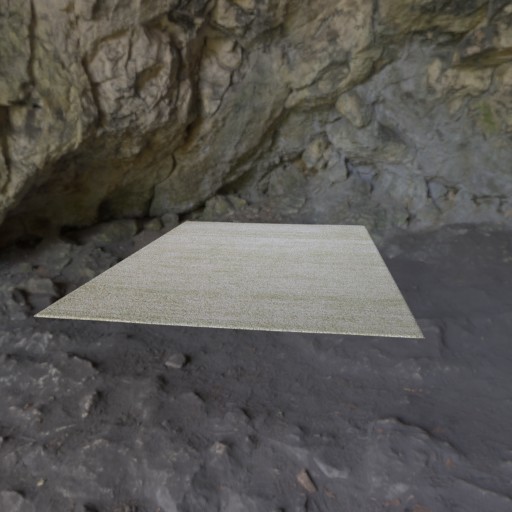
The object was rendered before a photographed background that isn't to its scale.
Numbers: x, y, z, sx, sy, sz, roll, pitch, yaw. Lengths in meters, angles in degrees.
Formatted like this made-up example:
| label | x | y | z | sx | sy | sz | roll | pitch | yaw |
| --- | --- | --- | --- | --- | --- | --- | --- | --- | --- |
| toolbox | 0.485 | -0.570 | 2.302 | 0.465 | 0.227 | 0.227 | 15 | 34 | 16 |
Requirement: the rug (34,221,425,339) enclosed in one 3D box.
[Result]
| label | x | y | z | sx | sy | sz | roll | pitch | yaw |
| --- | --- | --- | --- | --- | --- | --- | --- | --- | --- |
| rug | 0.000 | 0.000 | 2.872 | 1.606 | 0.017 | 2.270 | 2 | 15 | 7 |
